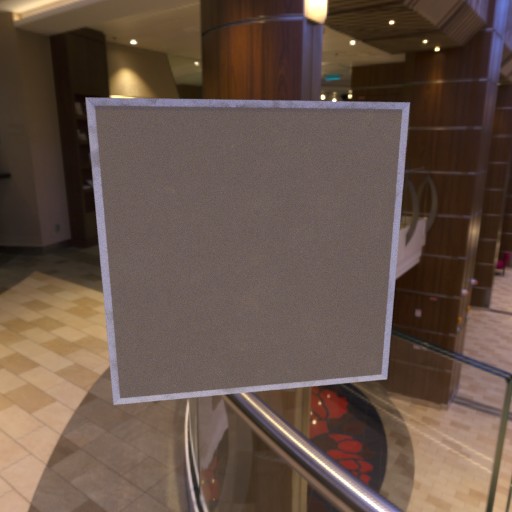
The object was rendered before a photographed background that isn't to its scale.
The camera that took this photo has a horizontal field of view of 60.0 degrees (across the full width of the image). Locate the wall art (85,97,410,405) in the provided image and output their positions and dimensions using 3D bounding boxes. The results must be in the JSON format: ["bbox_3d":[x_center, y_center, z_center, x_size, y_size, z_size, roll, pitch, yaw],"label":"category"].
[{"bbox_3d":[0.000,0.000,0.763,0.508,0.506,0.029,-2,15,-9],"label":"wall art"}]
